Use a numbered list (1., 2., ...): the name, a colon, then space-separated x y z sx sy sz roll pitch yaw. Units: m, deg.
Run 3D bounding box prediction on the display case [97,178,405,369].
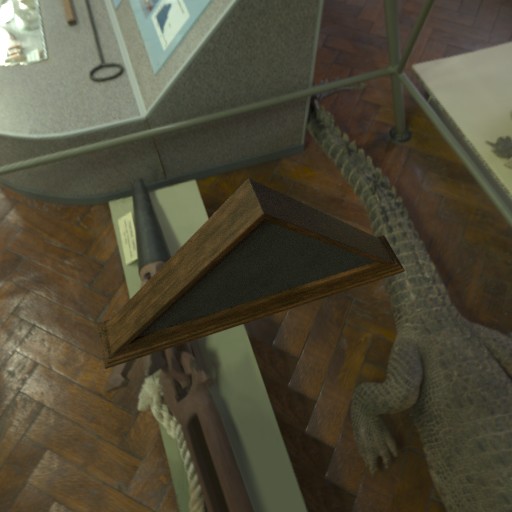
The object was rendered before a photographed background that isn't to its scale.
1. display case: 0.000 0.000 0.772 0.640 0.340 0.095 -17 61 -10
